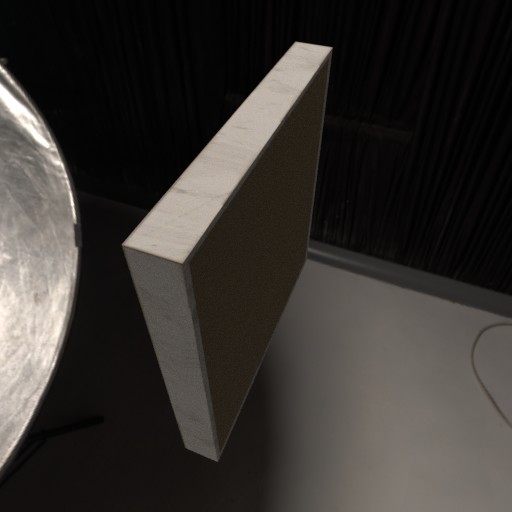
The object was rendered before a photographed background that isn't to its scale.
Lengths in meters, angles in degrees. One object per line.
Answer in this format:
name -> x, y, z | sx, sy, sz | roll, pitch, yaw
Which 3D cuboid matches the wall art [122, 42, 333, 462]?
wall art -> 0.000, 0.000, 0.447 | 0.038, 0.303, 0.305 | 16, 49, 15
